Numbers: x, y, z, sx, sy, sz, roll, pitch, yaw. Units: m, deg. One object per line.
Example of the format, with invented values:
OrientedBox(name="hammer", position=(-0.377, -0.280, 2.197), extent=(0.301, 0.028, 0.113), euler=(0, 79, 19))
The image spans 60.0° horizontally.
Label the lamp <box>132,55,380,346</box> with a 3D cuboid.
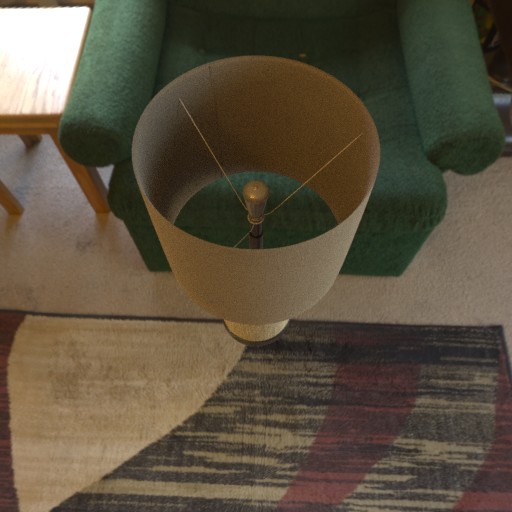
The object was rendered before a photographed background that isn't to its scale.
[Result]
OrientedBox(name="lamp", position=(0.000, 0.000, 0.616), extent=(0.229, 0.470, 0.229), euler=(-14, 64, -7))
